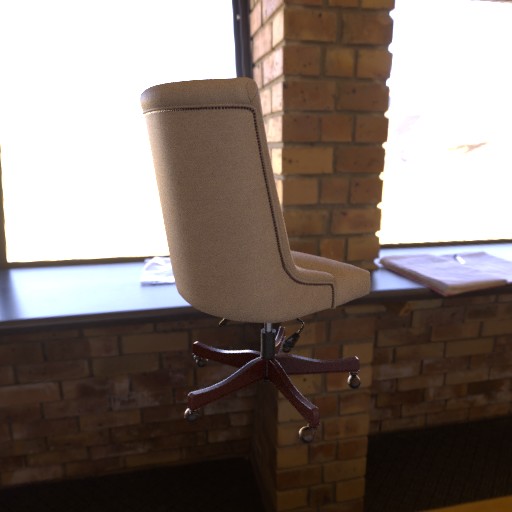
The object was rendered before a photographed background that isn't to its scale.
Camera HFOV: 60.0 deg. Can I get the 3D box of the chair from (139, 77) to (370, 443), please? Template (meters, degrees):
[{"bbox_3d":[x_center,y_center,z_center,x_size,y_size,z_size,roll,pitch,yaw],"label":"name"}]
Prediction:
[{"bbox_3d":[0.000,0.000,1.454,0.696,1.010,0.645,-13,19,-42],"label":"chair"}]
